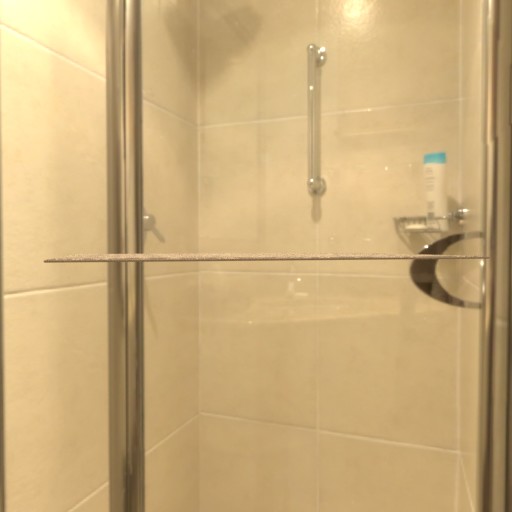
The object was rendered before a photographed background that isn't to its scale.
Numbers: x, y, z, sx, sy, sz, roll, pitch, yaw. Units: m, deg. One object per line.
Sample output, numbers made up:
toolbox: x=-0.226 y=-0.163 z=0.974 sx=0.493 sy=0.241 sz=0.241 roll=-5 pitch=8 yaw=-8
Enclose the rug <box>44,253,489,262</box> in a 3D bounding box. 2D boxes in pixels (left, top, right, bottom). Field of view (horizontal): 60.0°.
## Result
rug: x=0.000 y=0.000 z=3.457 sx=2.746 sy=0.018 sz=1.819 roll=0 pitch=1 yaw=-17
